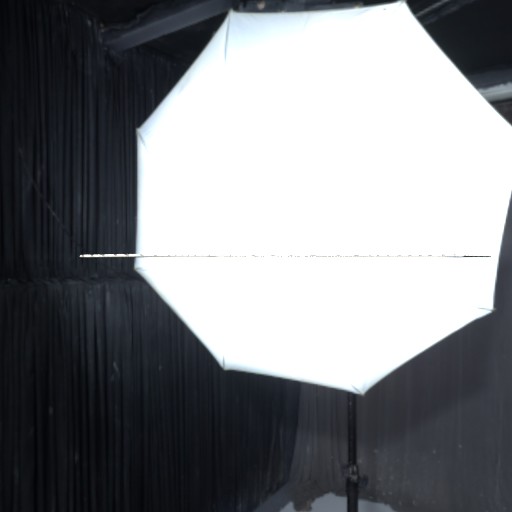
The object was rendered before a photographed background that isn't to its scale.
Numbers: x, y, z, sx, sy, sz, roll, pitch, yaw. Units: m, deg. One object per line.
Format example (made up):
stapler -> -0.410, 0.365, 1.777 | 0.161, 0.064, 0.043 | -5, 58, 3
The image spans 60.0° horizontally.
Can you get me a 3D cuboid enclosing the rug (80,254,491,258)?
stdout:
rug -> 0.000, 0.000, 2.676 | 2.439, 0.020, 0.773 | 0, 0, 35
